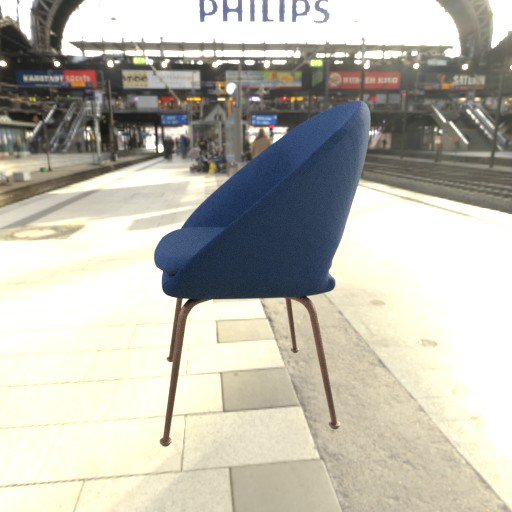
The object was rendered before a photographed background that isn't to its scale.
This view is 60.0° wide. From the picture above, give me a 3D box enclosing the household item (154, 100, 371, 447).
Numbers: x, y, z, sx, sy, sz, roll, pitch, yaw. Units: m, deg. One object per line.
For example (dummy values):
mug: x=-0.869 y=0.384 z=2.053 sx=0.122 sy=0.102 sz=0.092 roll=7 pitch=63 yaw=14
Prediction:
household item: x=0.000 y=0.000 z=1.281 sx=0.573 sy=0.852 sz=0.623 roll=-2 pitch=15 yaw=-9
